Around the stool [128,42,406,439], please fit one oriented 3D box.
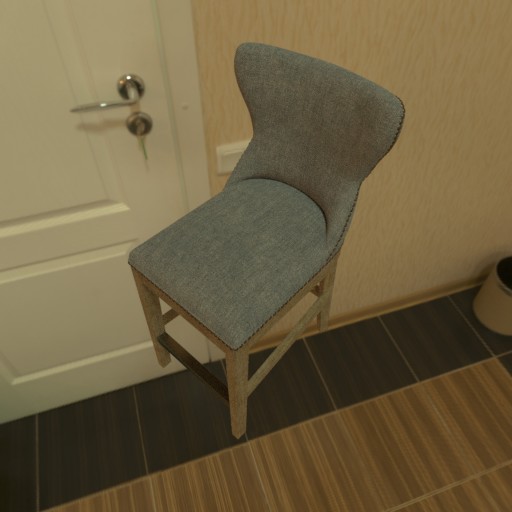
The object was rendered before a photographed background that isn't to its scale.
[{"bbox_3d":[0.000,0.000,1.305,0.498,0.981,0.608,34,57,27],"label":"stool"}]
